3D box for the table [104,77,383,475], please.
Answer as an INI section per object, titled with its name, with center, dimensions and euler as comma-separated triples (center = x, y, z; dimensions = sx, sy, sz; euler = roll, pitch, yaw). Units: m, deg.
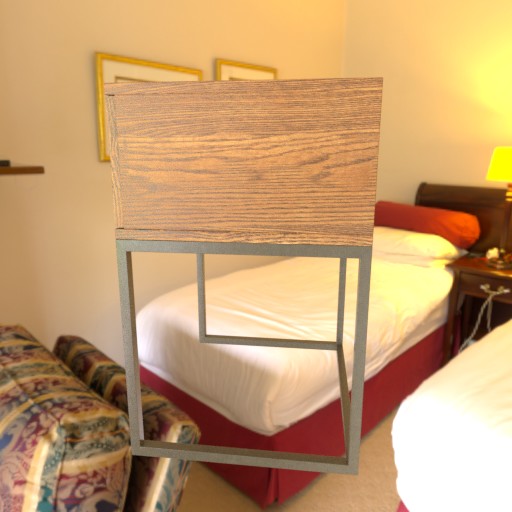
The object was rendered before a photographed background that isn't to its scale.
[table]
center = 0.000, 0.000, 0.909
dimensions = 0.400, 0.610, 0.482
euler = 2, 14, 7
